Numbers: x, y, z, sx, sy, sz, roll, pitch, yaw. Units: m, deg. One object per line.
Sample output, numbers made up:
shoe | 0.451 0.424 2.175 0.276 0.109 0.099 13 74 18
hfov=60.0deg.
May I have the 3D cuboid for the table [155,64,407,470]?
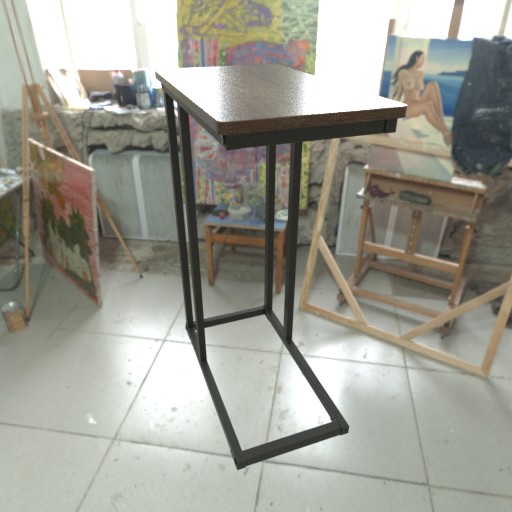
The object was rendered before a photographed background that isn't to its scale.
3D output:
table | 0.000 0.000 0.870 0.254 0.637 0.450 -11 32 -17
